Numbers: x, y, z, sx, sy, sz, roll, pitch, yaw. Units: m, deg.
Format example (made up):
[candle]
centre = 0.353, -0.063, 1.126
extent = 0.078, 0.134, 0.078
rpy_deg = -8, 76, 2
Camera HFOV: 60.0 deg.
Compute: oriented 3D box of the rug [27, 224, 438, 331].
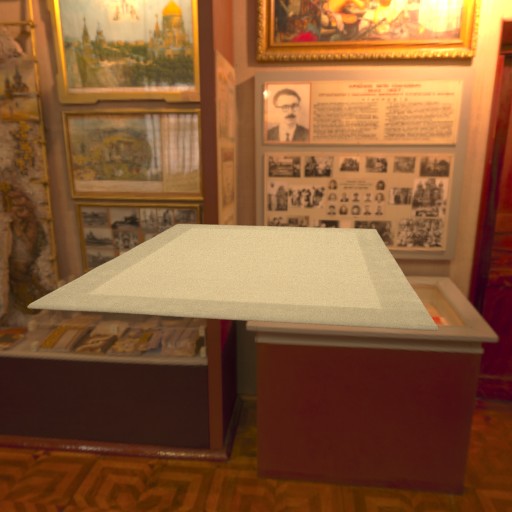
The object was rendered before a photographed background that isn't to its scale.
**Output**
[rug]
centre = 0.000, 0.000, 3.972
extent = 2.430, 0.018, 2.976
rpy_deg = 2, 14, 8
